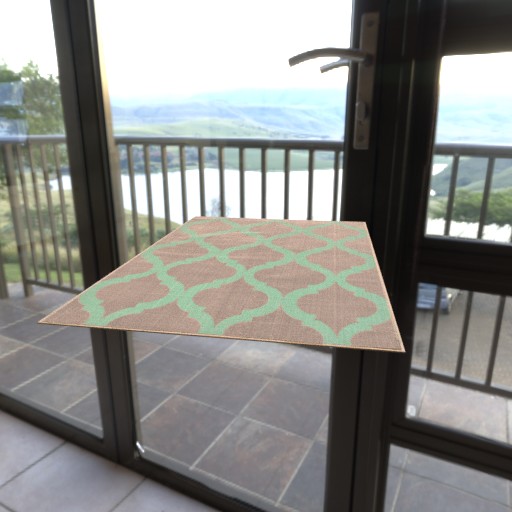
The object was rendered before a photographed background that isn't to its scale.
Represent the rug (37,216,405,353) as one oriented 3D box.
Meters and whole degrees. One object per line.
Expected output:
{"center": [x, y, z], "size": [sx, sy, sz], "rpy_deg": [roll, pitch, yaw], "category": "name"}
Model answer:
{"center": [0.000, 0.000, 2.864], "size": [1.524, 0.006, 2.286], "rpy_deg": [3, 17, 9], "category": "rug"}
